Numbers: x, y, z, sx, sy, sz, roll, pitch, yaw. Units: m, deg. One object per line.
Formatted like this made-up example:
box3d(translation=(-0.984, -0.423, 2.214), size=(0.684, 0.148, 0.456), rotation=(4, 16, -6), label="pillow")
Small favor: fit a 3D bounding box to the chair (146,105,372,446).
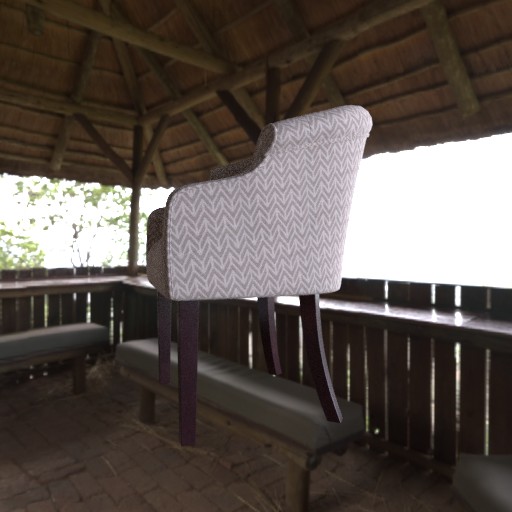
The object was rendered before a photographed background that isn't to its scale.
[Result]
box3d(translation=(0.000, 0.000, 1.329), size=(0.613, 0.858, 0.686), rotation=(0, 1, -18), label="chair")
